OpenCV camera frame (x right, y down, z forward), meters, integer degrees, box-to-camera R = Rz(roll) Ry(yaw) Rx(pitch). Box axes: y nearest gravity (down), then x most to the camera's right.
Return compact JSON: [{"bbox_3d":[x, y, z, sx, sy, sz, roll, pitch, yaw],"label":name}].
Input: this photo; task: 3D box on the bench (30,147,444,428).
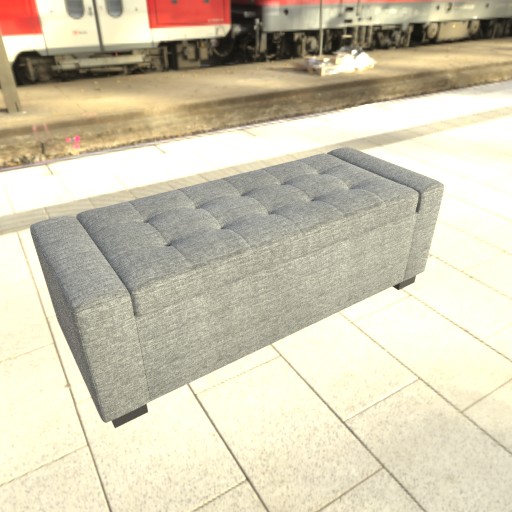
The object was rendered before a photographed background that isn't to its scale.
[{"bbox_3d":[0.000,0.000,1.551,1.296,0.445,0.508,-20,37,-28],"label":"bench"}]
